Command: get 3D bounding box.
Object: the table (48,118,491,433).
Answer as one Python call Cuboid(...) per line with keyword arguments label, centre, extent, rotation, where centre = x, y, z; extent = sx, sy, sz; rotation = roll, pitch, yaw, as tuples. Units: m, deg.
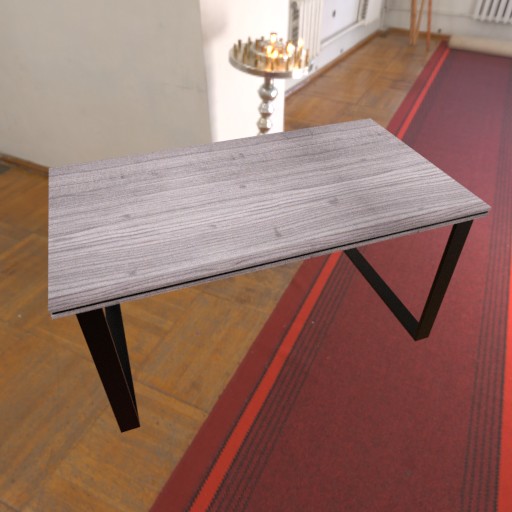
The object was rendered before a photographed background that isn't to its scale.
Cuboid(label="table", centre=(0.000, 0.000, 2.029), extent=(1.579, 0.736, 0.881), rotation=(-13, 42, -15))
